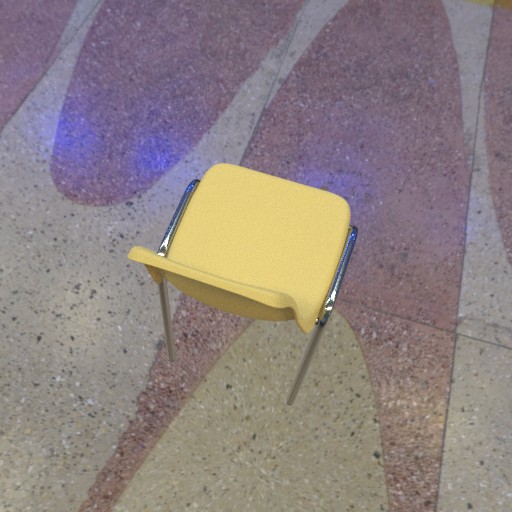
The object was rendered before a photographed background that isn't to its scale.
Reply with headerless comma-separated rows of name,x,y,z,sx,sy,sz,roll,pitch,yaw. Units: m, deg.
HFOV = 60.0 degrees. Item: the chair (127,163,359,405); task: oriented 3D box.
chair,0.000,0.000,0.948,0.381,0.704,0.436,18,66,8
